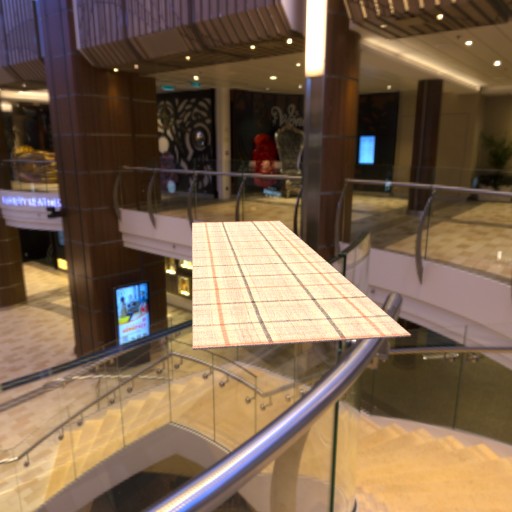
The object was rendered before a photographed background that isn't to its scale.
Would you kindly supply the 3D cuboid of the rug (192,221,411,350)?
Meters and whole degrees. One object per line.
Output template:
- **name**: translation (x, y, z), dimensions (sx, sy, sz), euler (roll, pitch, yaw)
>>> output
- **rug**: translation (0.000, 0.000, 2.680), dimensions (0.762, 0.008, 2.439), euler (-2, 14, -8)
